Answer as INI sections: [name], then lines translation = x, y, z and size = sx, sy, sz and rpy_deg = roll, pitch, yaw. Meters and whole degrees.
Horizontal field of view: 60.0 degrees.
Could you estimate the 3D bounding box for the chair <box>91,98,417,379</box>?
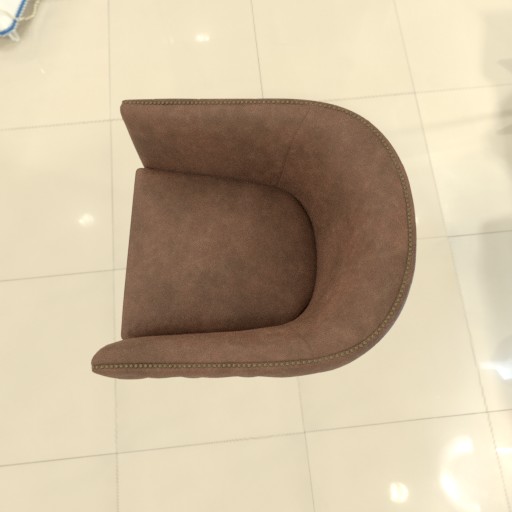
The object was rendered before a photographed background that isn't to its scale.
[chair]
translation = 0.000, 0.000, 1.561
size = 0.870, 0.790, 0.850
rpy_deg = 1, 75, 0
